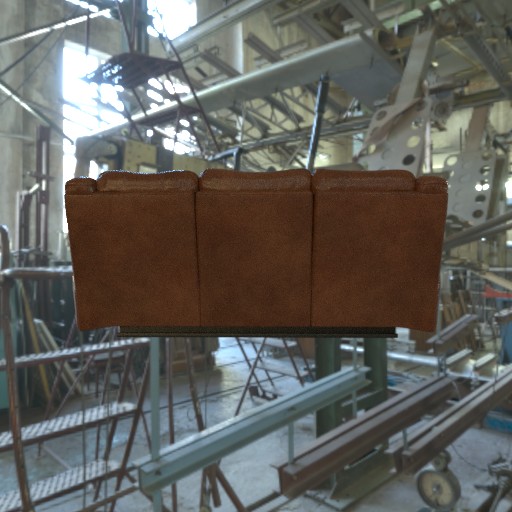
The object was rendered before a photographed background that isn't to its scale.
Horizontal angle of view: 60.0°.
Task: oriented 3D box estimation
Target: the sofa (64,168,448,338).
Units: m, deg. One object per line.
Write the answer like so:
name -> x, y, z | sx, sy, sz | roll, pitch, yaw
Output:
sofa -> 0.000, 0.000, 3.010 | 2.337, 1.043, 0.991 | 0, 0, 1
